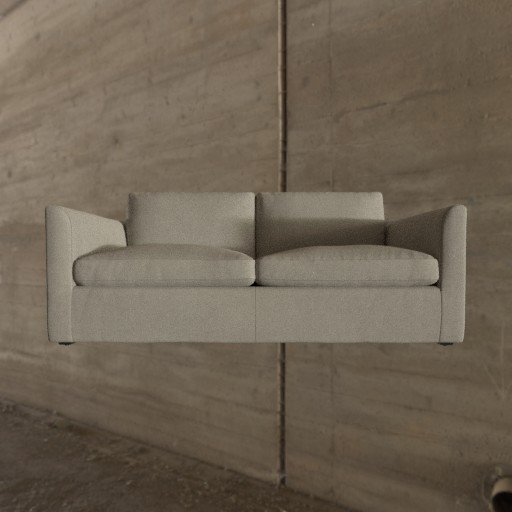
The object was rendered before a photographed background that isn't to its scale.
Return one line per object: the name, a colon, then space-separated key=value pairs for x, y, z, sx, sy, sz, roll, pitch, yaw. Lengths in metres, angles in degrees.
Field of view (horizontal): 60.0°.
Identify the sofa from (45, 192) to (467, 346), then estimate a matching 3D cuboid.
sofa: x=0.000 y=0.000 z=2.512 sx=1.905 sy=0.839 sz=1.091 roll=0 pitch=-1 yaw=0
